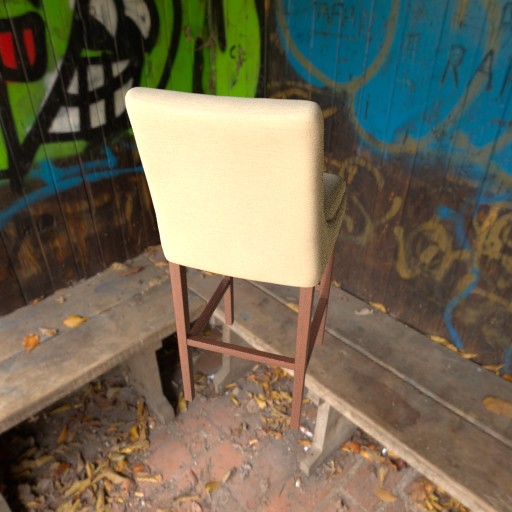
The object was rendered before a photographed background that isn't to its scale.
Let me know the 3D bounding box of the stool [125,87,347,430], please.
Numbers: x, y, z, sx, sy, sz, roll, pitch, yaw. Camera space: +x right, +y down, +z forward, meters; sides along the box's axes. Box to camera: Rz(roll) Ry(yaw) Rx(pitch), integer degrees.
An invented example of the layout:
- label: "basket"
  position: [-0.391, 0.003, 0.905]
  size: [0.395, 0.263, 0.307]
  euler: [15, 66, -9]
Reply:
- label: "stool"
  position: [0.000, 0.000, 1.370]
  size: [0.470, 1.078, 0.577]
  euler: [10, 35, 15]
